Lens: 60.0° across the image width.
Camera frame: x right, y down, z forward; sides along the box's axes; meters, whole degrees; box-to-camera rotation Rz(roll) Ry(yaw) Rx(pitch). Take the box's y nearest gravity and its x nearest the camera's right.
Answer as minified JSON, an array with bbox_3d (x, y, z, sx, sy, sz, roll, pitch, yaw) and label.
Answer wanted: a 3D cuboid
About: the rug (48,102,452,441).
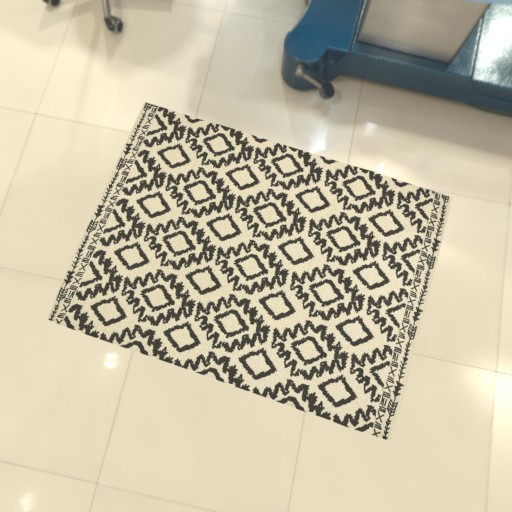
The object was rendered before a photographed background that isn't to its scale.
[{"bbox_3d":[0.000,0.000,4.307,3.369,0.036,2.444,18,77,4],"label":"rug"}]
